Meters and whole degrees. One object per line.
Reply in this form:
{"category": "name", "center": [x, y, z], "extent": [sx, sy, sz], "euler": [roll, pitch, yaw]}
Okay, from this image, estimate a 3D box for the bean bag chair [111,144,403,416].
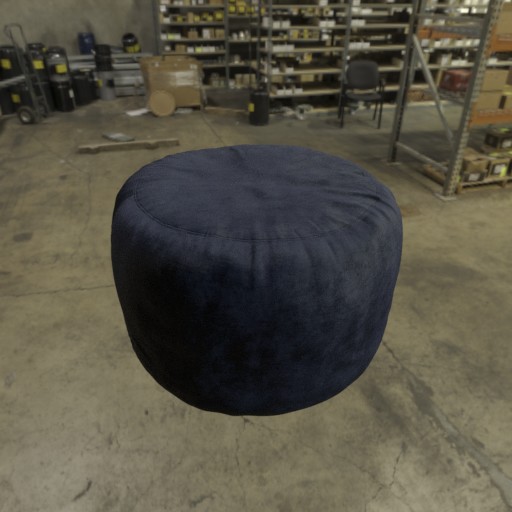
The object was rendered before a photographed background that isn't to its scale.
{"category": "bean bag chair", "center": [0.000, 0.000, 1.974], "extent": [1.219, 0.762, 1.219], "euler": [0, 31, 0]}
